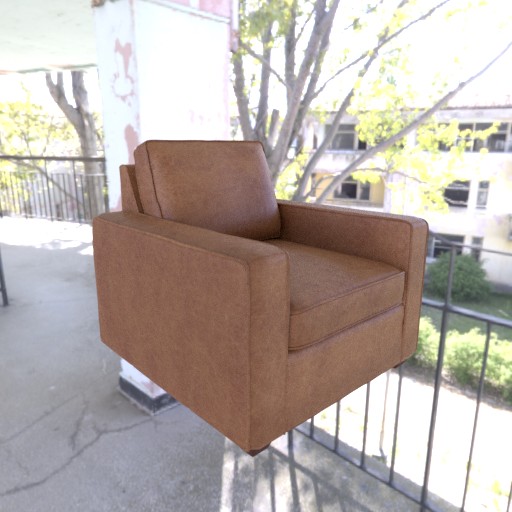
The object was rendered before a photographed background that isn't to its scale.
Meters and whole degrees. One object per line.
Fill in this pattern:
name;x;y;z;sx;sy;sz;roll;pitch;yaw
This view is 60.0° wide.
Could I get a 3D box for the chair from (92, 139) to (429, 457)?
chair;0.000;0.000;1.773;1.027;0.901;0.987;14;20;43
